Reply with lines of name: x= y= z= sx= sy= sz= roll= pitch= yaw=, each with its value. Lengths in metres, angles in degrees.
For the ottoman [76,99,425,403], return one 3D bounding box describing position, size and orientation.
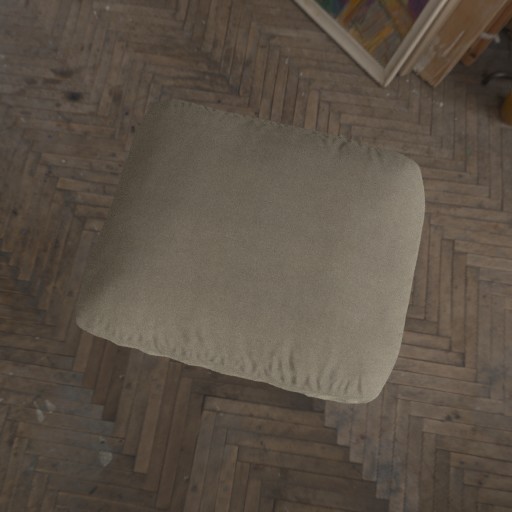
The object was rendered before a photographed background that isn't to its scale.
ottoman: x=0.000 y=0.000 z=1.098 sx=0.712 sy=0.480 sz=0.584 roll=14 pitch=76 yaw=4
